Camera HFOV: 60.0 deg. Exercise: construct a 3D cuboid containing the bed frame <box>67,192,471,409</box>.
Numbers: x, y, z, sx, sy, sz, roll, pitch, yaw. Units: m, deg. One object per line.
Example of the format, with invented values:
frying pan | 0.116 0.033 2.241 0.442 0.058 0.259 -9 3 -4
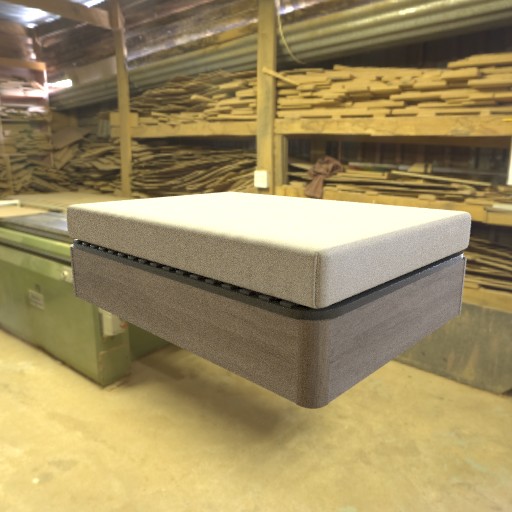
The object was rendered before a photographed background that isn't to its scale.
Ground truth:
bed frame | 0.000 0.000 2.573 1.900 0.561 1.400 12 18 43
